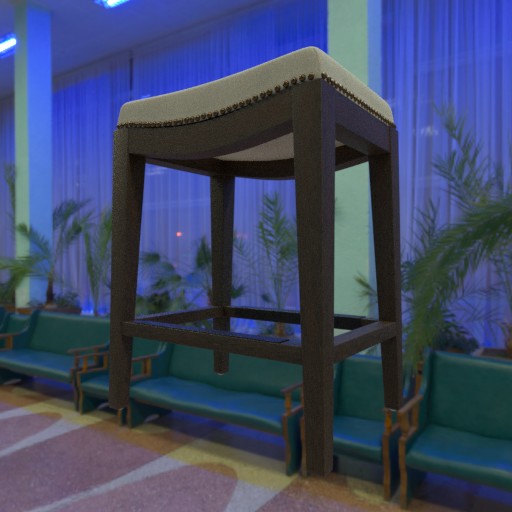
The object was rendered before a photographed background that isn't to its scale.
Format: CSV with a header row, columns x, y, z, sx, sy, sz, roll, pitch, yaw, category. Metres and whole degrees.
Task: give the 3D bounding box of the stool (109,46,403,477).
x,y,z,sx,sy,sz,roll,pitch,yaw,category
0.000,0.000,0.925,0.500,0.642,0.361,0,0,36,stool
